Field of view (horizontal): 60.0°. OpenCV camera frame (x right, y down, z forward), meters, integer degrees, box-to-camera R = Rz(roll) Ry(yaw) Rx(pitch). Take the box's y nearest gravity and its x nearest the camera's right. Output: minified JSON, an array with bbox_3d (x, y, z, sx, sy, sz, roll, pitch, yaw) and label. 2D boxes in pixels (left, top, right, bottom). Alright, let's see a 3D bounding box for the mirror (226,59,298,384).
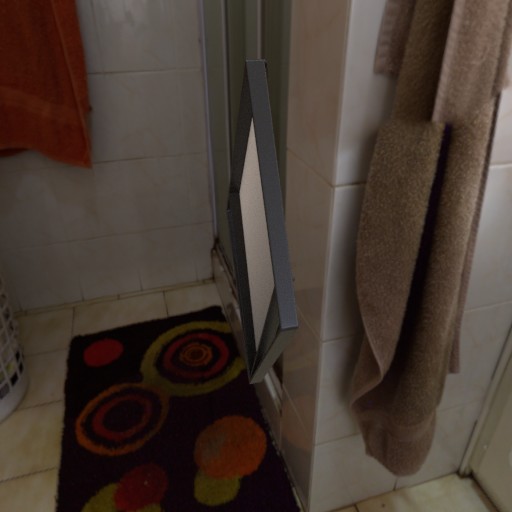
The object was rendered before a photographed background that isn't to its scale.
[{"bbox_3d":[0.000,0.000,0.830,0.032,0.679,0.419,-8,33,-12],"label":"mirror"}]
